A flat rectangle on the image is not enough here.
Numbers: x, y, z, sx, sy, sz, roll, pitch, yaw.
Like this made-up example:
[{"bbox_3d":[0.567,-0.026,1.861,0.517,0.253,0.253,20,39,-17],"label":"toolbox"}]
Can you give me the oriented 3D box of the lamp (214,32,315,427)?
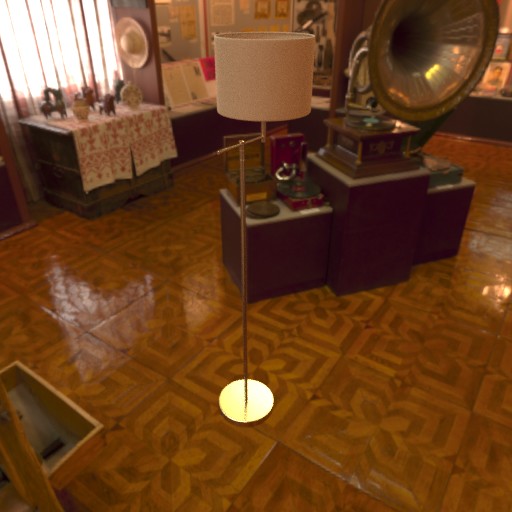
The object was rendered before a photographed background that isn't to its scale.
[{"bbox_3d":[0.000,0.000,1.796,0.324,1.600,0.416,21,36,31],"label":"lamp"}]
